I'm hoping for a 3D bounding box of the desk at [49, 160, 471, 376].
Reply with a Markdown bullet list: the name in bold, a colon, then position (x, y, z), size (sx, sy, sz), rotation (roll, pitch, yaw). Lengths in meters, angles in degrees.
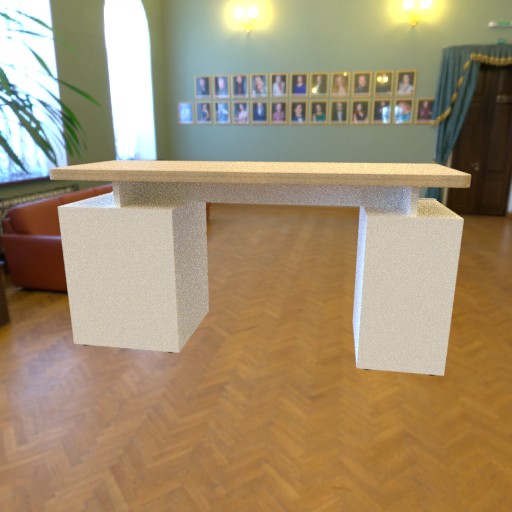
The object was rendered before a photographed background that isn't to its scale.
- **desk**: position (0.000, 0.000, 1.895), size (1.500, 0.755, 0.550), rotation (3, 16, 10)
